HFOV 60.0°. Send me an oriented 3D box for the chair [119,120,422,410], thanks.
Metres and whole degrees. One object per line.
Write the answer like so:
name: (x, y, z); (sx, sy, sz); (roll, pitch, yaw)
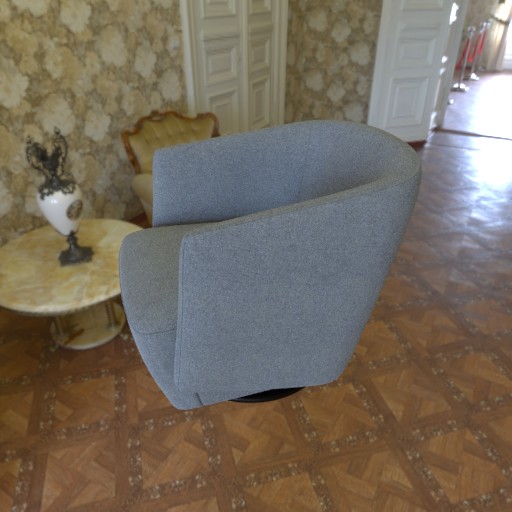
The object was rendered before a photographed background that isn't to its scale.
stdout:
chair: (0.000, 0.000, 1.655); (0.986, 0.861, 0.822); (-9, 31, -14)
